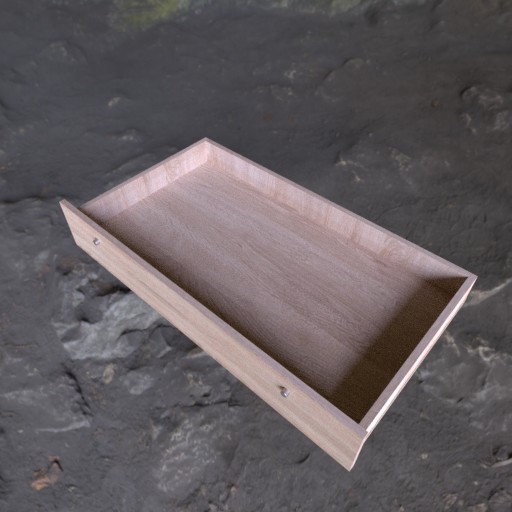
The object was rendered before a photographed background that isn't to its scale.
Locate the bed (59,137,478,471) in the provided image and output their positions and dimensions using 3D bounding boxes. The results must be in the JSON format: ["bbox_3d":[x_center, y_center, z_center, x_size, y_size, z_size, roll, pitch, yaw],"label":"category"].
[{"bbox_3d":[0.000,0.000,1.469,1.200,0.209,0.685,33,54,28],"label":"bed"}]
